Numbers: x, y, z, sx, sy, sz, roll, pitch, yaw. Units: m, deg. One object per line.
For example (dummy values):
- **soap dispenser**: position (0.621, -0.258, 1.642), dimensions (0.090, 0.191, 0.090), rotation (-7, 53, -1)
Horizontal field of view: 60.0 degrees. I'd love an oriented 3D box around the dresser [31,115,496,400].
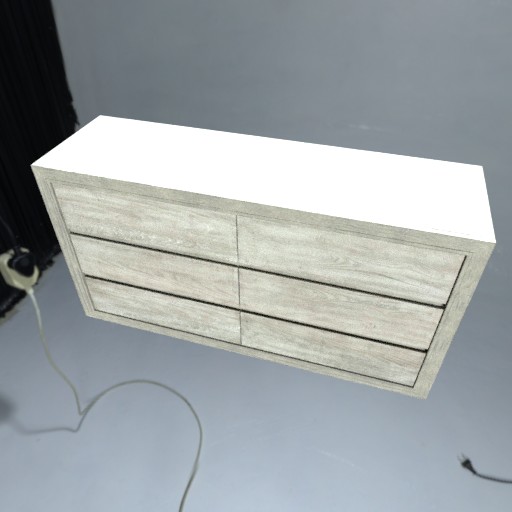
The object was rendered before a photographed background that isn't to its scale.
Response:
- **dresser**: position (0.000, 0.000, 1.951), dimensions (1.628, 0.889, 0.483), rotation (11, 42, 13)
